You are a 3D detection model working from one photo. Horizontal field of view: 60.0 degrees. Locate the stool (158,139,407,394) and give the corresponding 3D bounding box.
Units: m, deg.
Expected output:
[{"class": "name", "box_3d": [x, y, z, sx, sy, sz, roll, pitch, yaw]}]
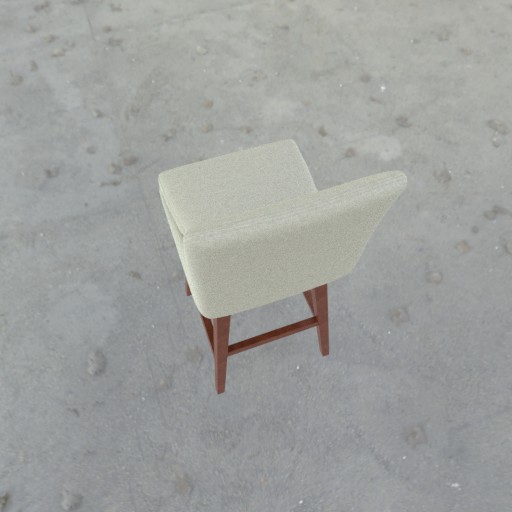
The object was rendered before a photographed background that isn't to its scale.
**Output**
[{"class": "stool", "box_3d": [0.000, 0.000, 1.388, 0.470, 1.092, 0.559, -17, 59, -10]}]
